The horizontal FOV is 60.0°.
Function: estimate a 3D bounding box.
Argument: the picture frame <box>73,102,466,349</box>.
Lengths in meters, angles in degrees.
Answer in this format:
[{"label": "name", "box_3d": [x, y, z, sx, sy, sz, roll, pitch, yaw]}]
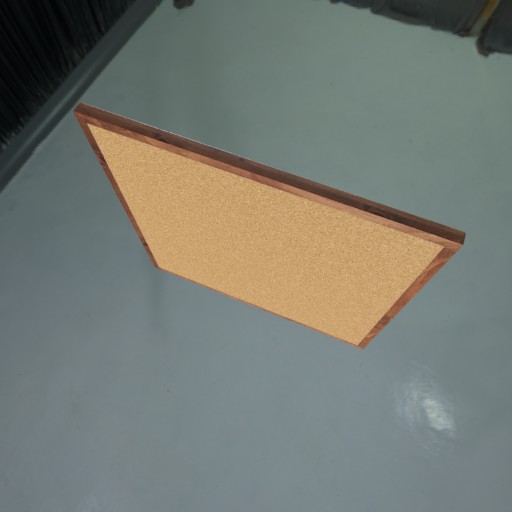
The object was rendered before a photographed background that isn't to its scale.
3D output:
[{"label": "picture frame", "box_3d": [0.000, 0.000, 1.228, 0.810, 0.817, 0.029, 21, 67, 9]}]
